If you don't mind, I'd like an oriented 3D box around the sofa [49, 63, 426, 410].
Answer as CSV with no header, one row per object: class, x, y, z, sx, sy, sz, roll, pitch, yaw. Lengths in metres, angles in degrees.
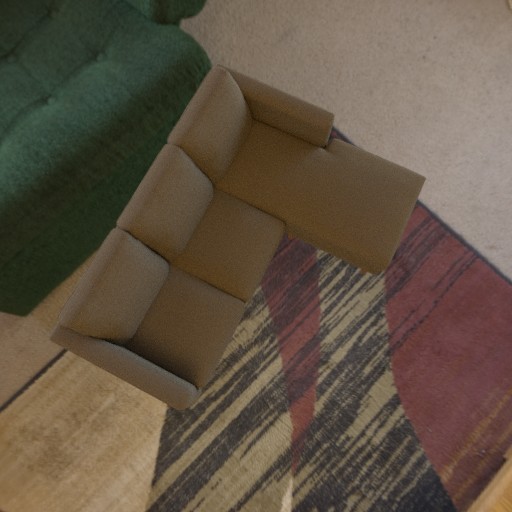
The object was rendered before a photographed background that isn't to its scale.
sofa,0.000,0.000,2.850,1.591,0.897,2.031,26,77,7
